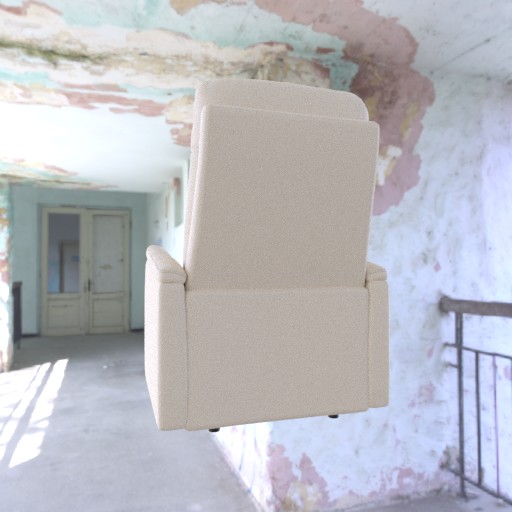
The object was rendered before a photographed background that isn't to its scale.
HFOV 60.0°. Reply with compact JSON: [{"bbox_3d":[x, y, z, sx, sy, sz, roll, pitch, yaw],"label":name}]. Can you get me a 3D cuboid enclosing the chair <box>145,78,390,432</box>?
[{"bbox_3d":[0.000,0.000,1.658,0.775,1.082,0.831,0,-1,-17],"label":"chair"}]
